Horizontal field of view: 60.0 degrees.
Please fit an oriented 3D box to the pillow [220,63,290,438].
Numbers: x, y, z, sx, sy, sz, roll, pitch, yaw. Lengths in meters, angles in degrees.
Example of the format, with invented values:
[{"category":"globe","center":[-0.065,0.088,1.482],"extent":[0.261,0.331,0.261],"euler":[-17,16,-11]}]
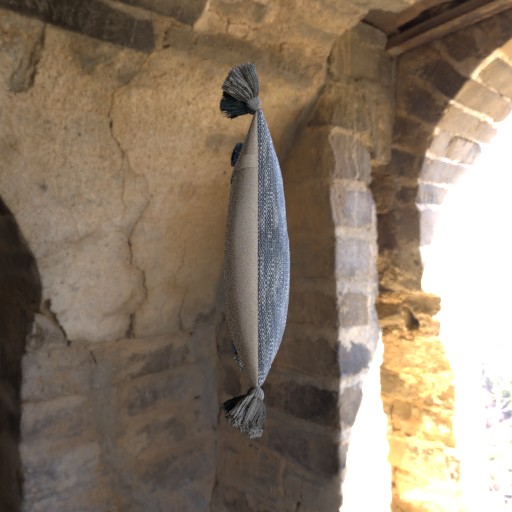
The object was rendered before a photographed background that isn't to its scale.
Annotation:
[{"category":"pillow","center":[0.000,0.000,0.971],"extent":[0.138,0.634,0.614],"euler":[0,-1,-1]}]
